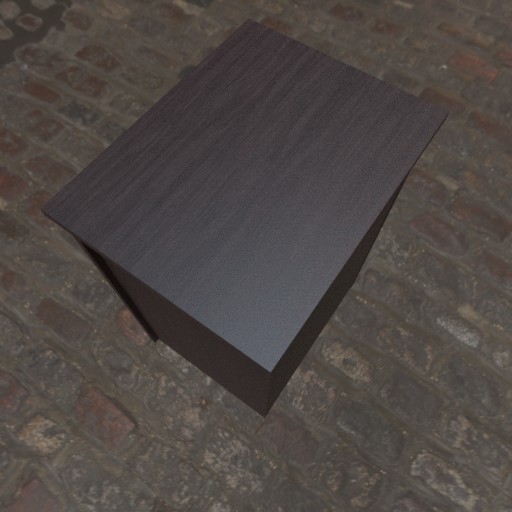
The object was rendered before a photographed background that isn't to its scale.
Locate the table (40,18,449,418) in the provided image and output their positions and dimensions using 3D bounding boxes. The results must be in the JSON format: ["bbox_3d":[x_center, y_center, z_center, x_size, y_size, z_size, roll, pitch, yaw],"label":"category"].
[{"bbox_3d":[0.000,0.000,0.918,0.381,0.635,0.480,32,68,15],"label":"table"}]
